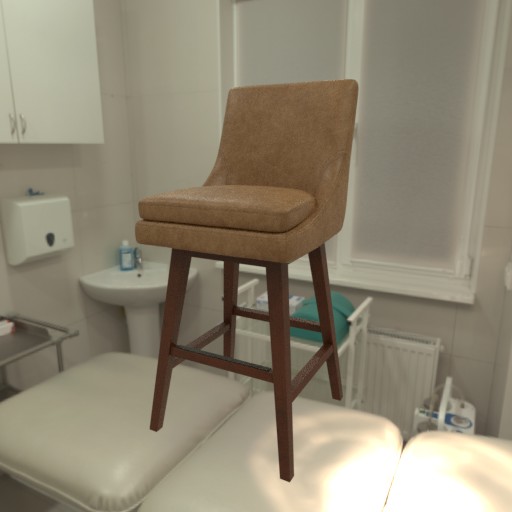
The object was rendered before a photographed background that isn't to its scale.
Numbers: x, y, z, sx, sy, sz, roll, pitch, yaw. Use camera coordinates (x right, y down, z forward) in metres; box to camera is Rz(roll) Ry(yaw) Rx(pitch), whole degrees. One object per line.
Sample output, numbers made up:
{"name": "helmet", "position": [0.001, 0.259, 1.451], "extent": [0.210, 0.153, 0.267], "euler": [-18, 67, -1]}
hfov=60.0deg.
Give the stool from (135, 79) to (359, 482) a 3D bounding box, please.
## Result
{"name": "stool", "position": [0.000, 0.000, 1.393], "extent": [0.487, 1.079, 0.572], "euler": [7, 16, 27]}
